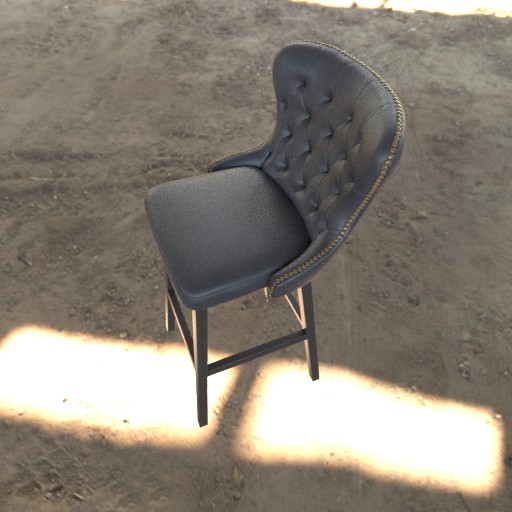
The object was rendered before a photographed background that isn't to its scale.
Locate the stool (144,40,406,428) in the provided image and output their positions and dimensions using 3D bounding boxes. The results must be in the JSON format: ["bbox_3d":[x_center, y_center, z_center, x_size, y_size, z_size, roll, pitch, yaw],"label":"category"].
[{"bbox_3d":[0.000,0.000,1.334,0.601,1.050,0.528,-17,51,-15],"label":"stool"}]
